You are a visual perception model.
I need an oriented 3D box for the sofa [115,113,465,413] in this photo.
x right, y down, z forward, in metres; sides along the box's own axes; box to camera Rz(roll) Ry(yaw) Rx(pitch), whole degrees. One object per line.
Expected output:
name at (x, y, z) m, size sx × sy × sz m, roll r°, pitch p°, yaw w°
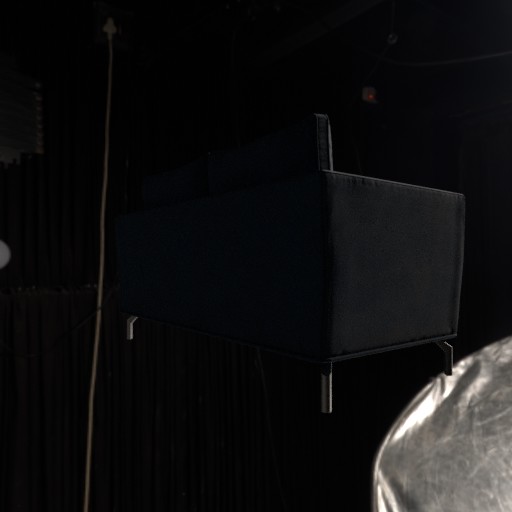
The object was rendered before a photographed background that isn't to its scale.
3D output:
sofa at (0.000, 0.000, 2.270) m, size 0.853 × 1.002 × 1.770 m, roll 0°, pitch -1°, yaw -37°
